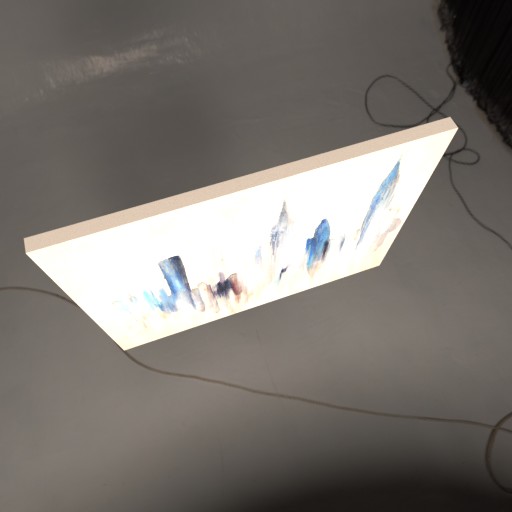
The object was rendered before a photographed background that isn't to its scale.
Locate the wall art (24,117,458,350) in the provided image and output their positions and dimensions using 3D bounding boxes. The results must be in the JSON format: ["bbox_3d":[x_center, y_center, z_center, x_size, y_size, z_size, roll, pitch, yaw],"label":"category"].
[{"bbox_3d":[0.000,0.000,1.335,1.016,0.762,0.038,-17,64,-9],"label":"wall art"}]
